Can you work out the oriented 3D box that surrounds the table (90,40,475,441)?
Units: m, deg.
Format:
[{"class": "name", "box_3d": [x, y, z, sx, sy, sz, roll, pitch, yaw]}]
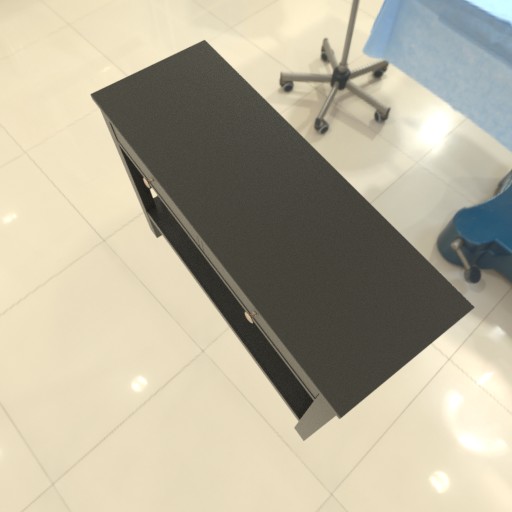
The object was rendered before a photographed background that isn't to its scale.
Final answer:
[{"class": "table", "box_3d": [0.000, 0.000, 1.438, 0.397, 0.753, 1.068, -33, 68, -15]}]
